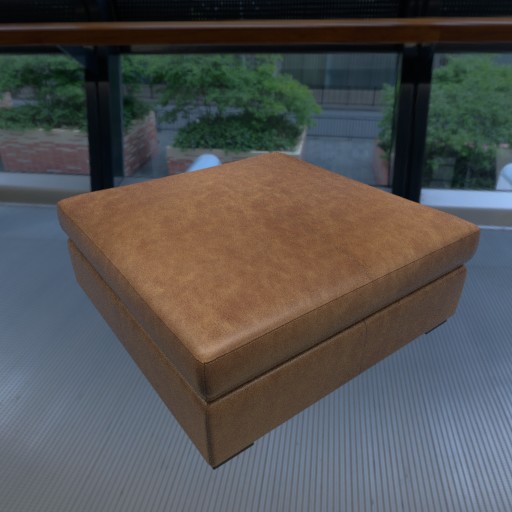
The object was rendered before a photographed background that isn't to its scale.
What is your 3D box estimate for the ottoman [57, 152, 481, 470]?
[{"bbox_3d":[0.000,0.000,1.766,1.169,0.483,1.168,-20,35,-31],"label":"ottoman"}]
